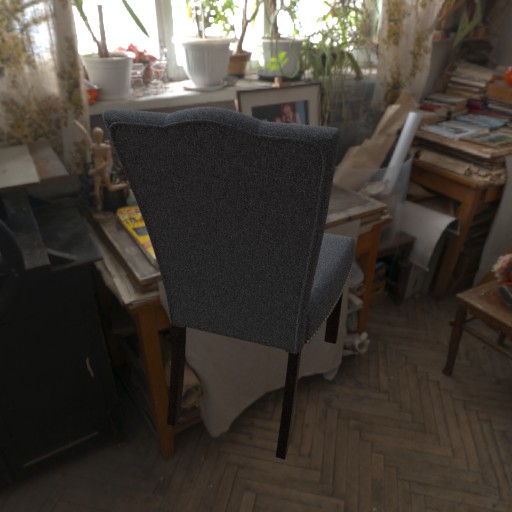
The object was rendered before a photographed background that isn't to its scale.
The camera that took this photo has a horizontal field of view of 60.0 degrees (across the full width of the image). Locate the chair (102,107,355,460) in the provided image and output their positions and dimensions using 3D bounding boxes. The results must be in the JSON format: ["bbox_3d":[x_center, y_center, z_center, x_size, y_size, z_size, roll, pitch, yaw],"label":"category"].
[{"bbox_3d":[0.000,0.000,1.295,0.518,0.946,0.589,10,32,16],"label":"chair"}]
